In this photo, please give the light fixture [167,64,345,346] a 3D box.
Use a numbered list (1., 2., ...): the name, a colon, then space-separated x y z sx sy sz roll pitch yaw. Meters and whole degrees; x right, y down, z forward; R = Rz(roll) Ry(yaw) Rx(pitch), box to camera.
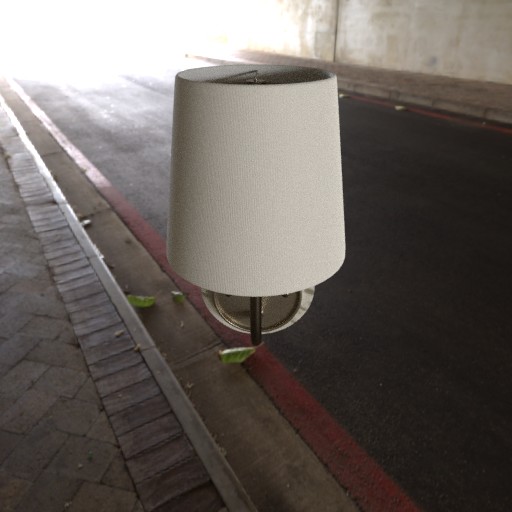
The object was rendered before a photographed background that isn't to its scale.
1. light fixture: 0.000 0.000 0.437 0.168 0.337 0.188 1 29 1
